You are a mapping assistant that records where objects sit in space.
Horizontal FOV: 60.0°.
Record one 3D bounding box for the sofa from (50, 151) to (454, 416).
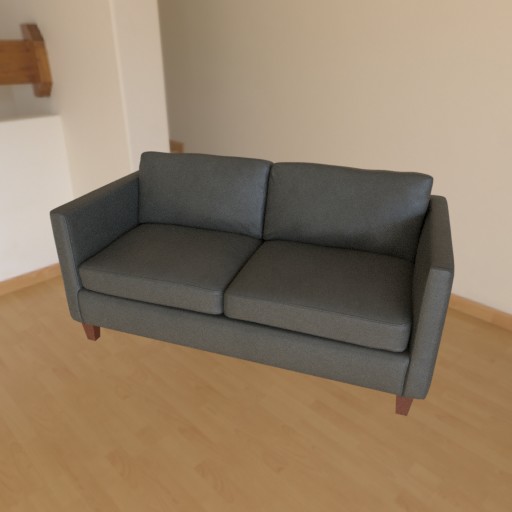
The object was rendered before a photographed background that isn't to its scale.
[{"bbox_3d":[0.000,0.000,2.404,1.883,0.933,0.951,9,27,17],"label":"sofa"}]
